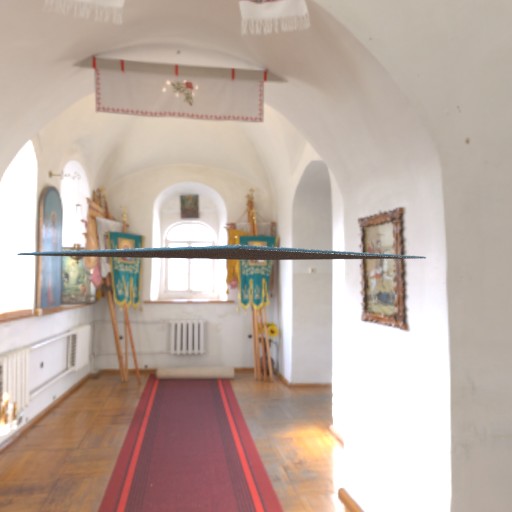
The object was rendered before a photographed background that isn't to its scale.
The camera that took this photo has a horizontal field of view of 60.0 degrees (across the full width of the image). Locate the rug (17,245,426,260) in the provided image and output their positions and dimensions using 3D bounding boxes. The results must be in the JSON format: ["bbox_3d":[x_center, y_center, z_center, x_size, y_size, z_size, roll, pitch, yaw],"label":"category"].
[{"bbox_3d":[0.000,0.000,3.430,1.816,0.018,2.746,-1,-2,36],"label":"rug"}]
